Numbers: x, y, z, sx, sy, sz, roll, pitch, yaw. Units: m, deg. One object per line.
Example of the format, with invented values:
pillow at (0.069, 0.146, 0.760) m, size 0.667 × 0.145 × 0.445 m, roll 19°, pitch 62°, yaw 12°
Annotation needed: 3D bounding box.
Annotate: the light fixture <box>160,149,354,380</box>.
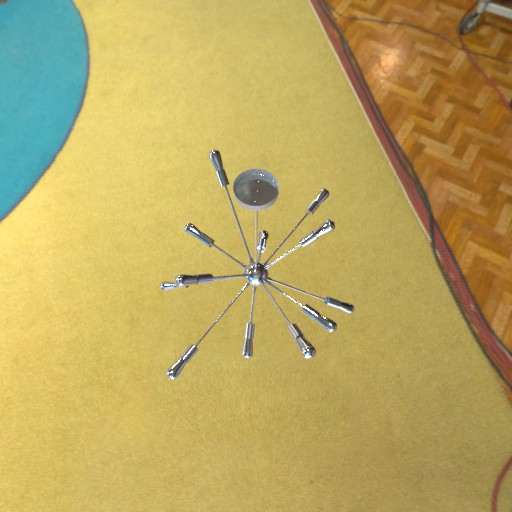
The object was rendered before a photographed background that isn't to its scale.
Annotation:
light fixture at (0.000, 0.000, 1.079) m, size 0.509 × 0.558 × 0.684 m, roll 34°, pitch 67°, yaw 16°
